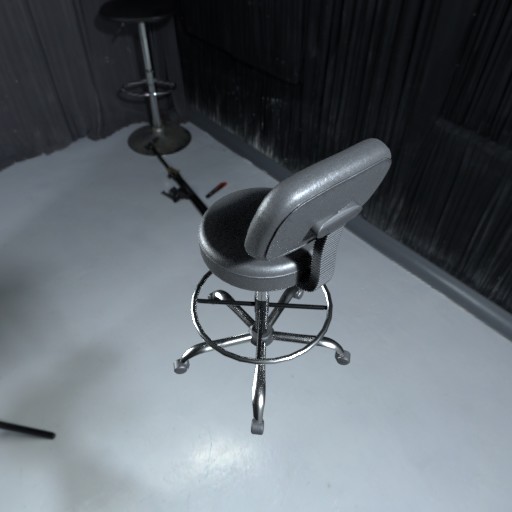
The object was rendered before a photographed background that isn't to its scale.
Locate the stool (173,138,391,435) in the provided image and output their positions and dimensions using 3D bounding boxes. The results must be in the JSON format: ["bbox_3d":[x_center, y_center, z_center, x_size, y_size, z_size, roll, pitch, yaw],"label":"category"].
[{"bbox_3d":[0.000,0.000,1.517,0.694,1.069,0.658,-30,53,-26],"label":"stool"}]
